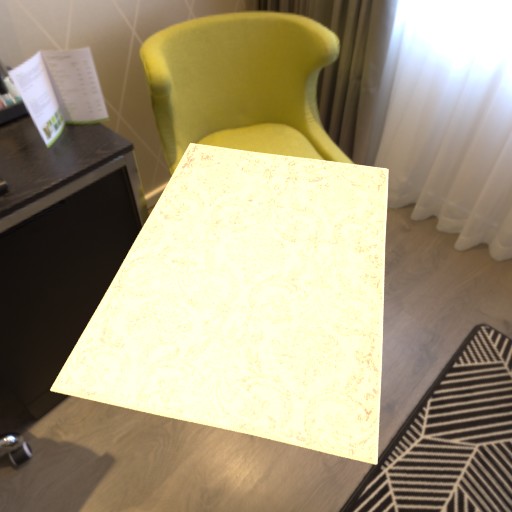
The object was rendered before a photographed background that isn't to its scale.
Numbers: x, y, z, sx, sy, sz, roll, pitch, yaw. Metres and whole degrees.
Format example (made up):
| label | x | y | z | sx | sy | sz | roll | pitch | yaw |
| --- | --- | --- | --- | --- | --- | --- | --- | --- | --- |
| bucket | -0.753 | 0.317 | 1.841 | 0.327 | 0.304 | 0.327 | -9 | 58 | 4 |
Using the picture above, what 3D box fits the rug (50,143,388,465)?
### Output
| label | x | y | z | sx | sy | sz | roll | pitch | yaw |
| --- | --- | --- | --- | --- | --- | --- | --- | --- | --- |
| rug | 0.000 | 0.000 | 2.799 | 1.598 | 0.014 | 2.202 | 9 | 48 | 8 |
